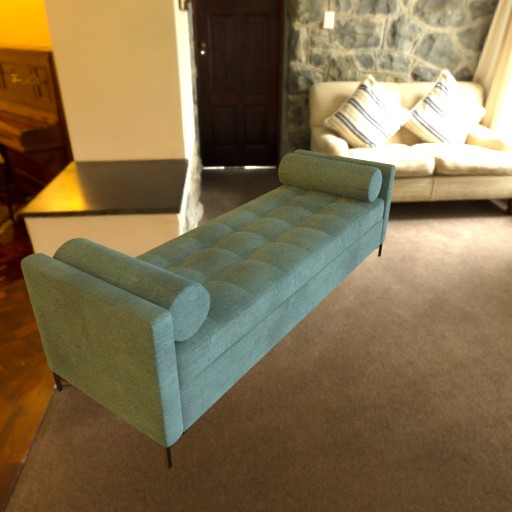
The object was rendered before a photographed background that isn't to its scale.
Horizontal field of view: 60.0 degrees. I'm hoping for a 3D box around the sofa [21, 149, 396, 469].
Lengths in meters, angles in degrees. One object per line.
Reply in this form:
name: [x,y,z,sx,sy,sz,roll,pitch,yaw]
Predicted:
sofa: [0.000,0.000,2.260,0.686,0.635,1.981,18,32,31]
